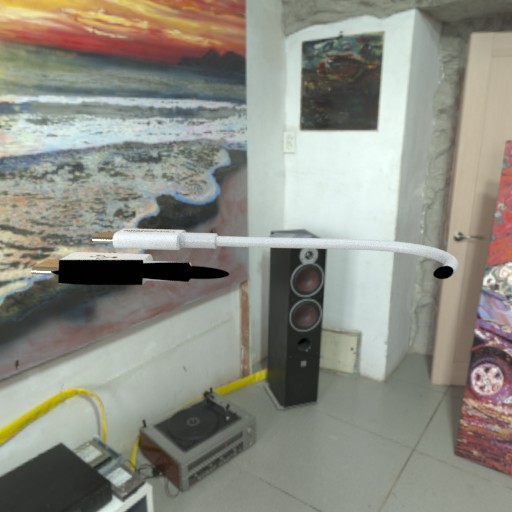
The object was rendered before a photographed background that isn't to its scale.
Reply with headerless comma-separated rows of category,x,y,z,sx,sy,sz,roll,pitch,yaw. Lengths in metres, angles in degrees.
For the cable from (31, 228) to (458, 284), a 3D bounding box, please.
cable,0.000,0.000,0.113,0.098,0.006,0.040,2,16,7
